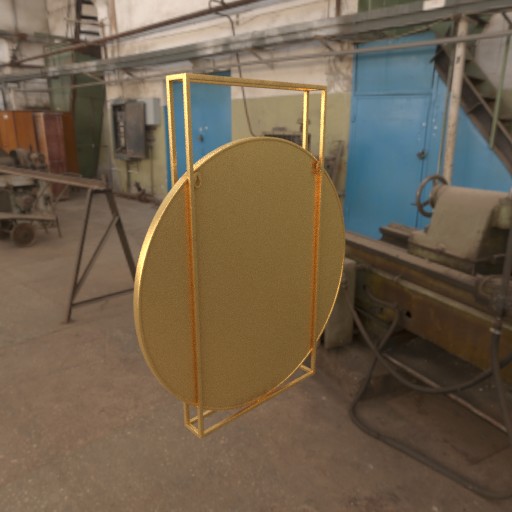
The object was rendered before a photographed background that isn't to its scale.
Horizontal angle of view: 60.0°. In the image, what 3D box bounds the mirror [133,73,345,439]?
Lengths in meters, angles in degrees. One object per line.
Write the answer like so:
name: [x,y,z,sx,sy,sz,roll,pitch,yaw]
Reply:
mirror: [0.000,0.000,0.819,0.508,0.603,0.051,-15,22,-41]
